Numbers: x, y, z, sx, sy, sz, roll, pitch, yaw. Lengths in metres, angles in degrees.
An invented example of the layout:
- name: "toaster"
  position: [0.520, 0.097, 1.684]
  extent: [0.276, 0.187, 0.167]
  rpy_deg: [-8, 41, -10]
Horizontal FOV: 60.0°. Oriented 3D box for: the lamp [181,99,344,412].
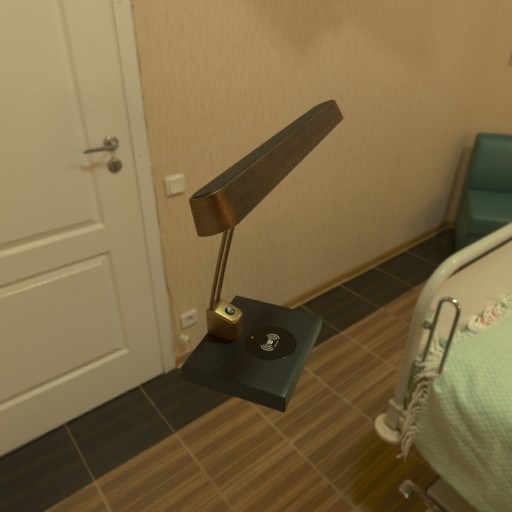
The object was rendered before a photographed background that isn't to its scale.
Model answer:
- name: "lamp"
  position: [0.000, 0.000, 0.596]
  extent: [0.156, 0.345, 0.412]
  rpy_deg: [12, 32, 19]
